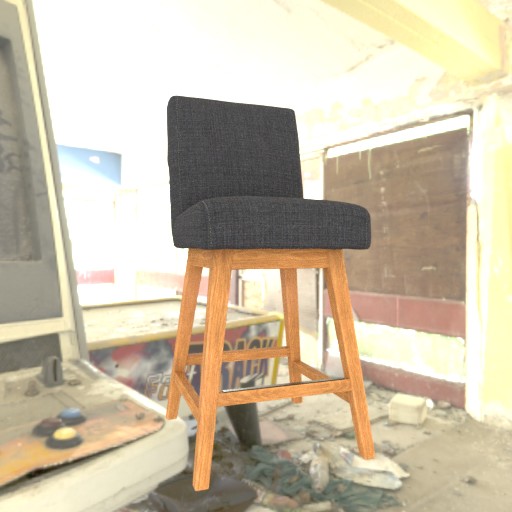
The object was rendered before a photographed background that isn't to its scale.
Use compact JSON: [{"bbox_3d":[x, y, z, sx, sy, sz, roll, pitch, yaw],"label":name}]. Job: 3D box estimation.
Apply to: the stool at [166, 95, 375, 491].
[{"bbox_3d":[0.000,0.000,1.266,0.459,1.010,0.526,0,1,-19],"label":"stool"}]
